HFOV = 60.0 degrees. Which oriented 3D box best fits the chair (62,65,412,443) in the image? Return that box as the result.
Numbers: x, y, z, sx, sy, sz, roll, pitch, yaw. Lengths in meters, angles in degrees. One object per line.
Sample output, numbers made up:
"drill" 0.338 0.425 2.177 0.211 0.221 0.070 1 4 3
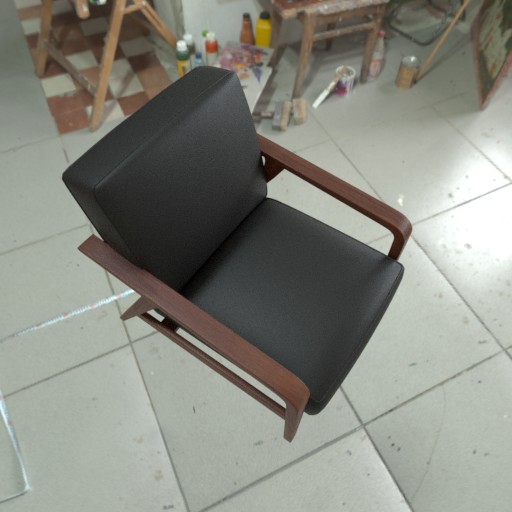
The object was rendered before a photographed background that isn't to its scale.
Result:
"chair" 0.000 0.000 1.473 0.889 0.861 0.719 30 62 18
